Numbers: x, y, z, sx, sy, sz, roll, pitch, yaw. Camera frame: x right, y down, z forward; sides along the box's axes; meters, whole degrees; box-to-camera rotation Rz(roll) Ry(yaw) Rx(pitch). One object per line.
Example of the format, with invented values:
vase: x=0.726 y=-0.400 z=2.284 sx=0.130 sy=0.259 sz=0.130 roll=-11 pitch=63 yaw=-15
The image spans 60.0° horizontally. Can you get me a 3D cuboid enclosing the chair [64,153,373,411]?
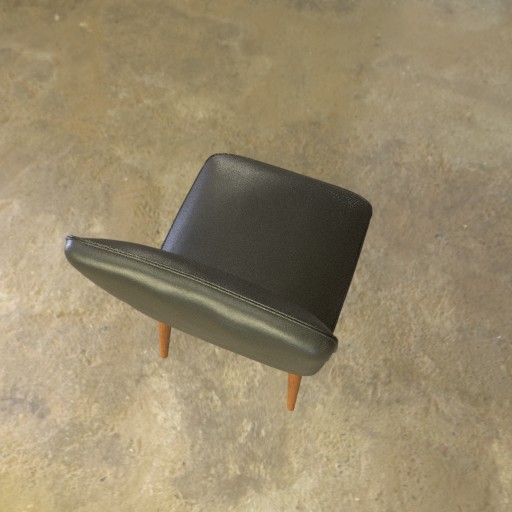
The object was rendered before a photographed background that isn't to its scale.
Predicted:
chair: x=0.000 y=0.000 z=1.166 sx=0.543 sy=0.801 sz=0.645 roll=15 pitch=64 yaw=8
